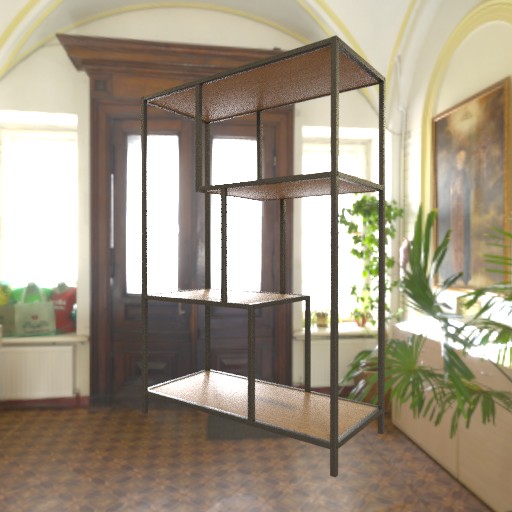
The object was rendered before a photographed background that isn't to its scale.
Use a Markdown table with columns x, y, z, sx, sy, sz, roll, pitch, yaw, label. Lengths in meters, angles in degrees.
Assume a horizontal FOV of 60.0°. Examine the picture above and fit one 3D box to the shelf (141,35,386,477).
| x | y | z | sx | sy | sz | roll | pitch | yaw | label |
| --- | --- | --- | --- | --- | --- | --- | --- | --- | --- |
| 0.000 | 0.000 | 1.509 | 0.770 | 1.138 | 0.350 | 0 | 1 | 36 | shelf |
